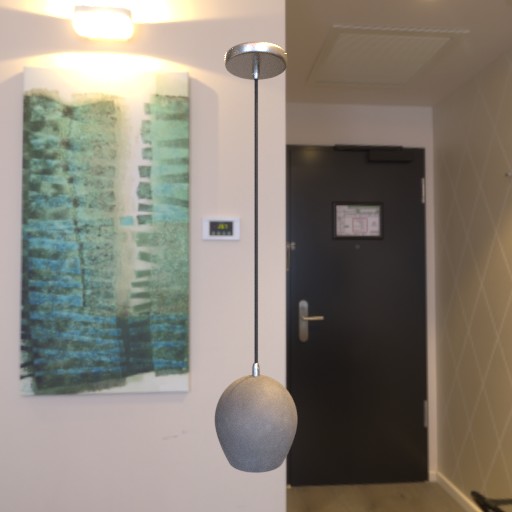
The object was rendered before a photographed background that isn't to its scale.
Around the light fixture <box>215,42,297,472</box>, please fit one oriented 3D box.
[{"bbox_3d":[0.000,0.000,0.835,0.153,0.760,0.153,1,-2,-35],"label":"light fixture"}]
